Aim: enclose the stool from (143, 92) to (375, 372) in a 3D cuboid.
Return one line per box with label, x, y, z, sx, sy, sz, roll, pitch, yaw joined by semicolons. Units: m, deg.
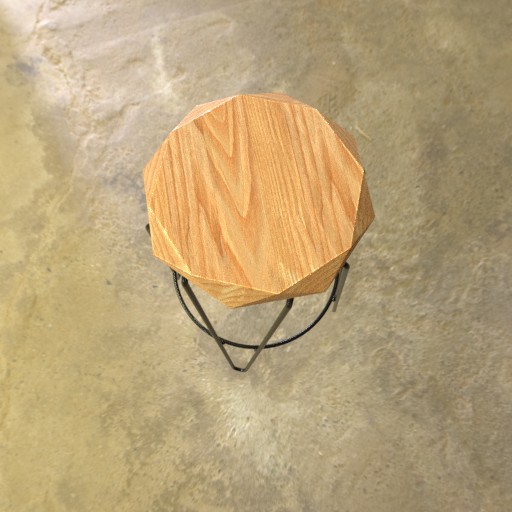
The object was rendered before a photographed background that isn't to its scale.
stool;0.000;0.000;0.806;0.326;0.610;0.326;-32;77;-8
